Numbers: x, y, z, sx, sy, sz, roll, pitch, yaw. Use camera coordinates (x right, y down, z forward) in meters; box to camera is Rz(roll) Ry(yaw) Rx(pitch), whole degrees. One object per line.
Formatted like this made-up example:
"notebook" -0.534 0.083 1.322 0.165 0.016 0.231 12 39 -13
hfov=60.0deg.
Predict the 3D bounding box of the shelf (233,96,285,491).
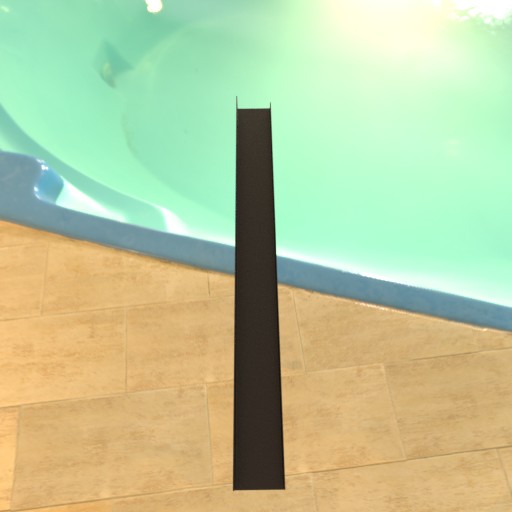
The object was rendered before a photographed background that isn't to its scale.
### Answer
"shelf" 0.000 0.000 0.988 0.092 0.049 0.924 -1 64 0
